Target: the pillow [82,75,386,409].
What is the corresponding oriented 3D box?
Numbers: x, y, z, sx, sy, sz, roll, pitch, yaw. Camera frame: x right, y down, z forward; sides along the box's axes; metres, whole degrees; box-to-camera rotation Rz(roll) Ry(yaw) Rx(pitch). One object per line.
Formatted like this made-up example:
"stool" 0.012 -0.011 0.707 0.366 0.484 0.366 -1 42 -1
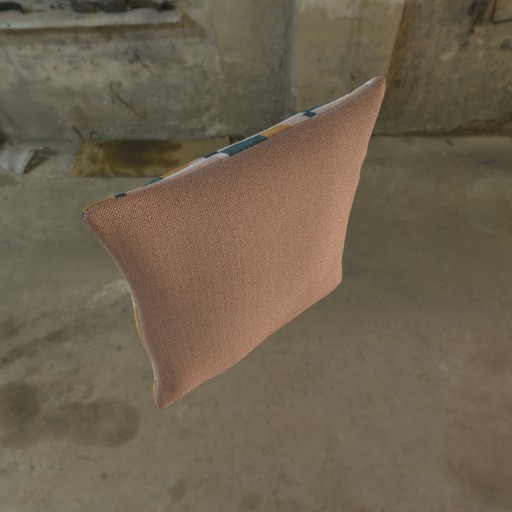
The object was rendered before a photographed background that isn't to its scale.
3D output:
"pillow" 0.000 0.000 0.732 0.478 0.479 0.158 -31 54 -26
